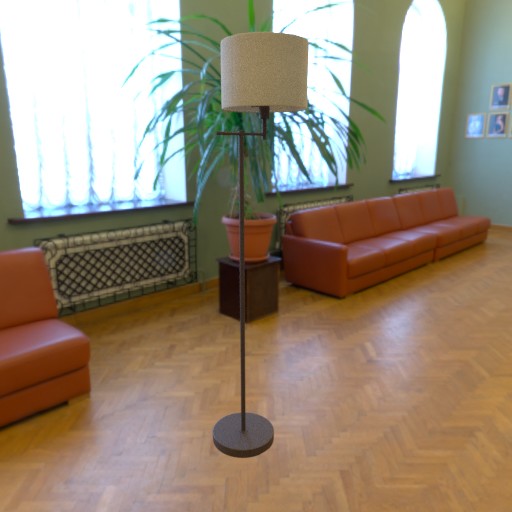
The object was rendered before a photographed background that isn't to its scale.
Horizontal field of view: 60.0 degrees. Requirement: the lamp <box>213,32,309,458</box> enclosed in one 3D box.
[{"bbox_3d":[0.000,0.000,1.790,0.324,1.600,0.416,13,19,42],"label":"lamp"}]
